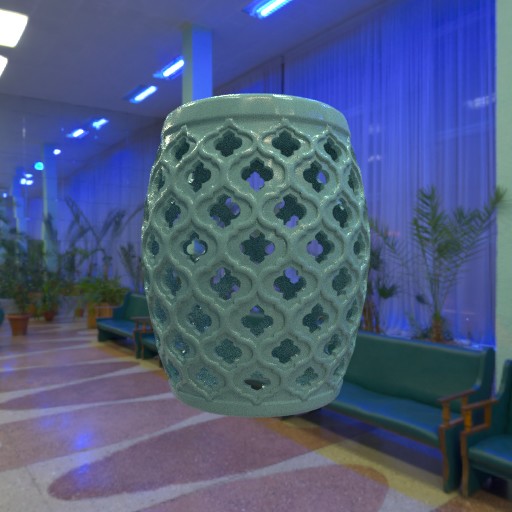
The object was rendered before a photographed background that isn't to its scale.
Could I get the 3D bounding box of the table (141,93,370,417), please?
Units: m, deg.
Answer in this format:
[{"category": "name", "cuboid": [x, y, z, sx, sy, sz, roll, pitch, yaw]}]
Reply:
[{"category": "table", "cuboid": [0.000, 0.000, 0.650, 0.325, 0.388, 0.325, 0, 1, 0]}]
